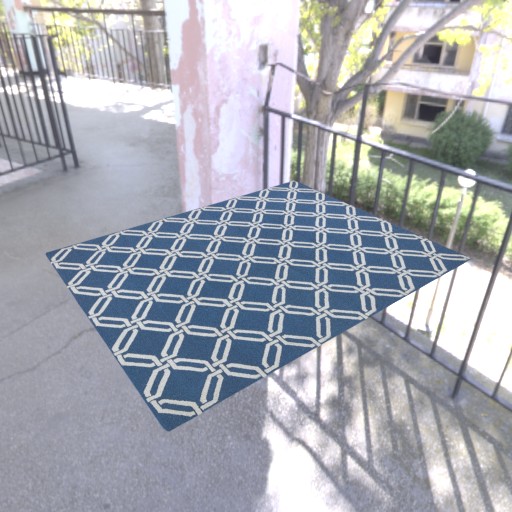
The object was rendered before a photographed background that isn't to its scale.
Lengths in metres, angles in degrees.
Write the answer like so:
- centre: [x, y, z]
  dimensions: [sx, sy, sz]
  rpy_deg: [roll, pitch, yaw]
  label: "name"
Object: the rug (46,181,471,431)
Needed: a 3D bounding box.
- centre: [0.000, 0.000, 3.788]
  dimensions: [2.867, 0.020, 2.277]
  rpy_deg: [-21, 37, -31]
  label: "rug"
